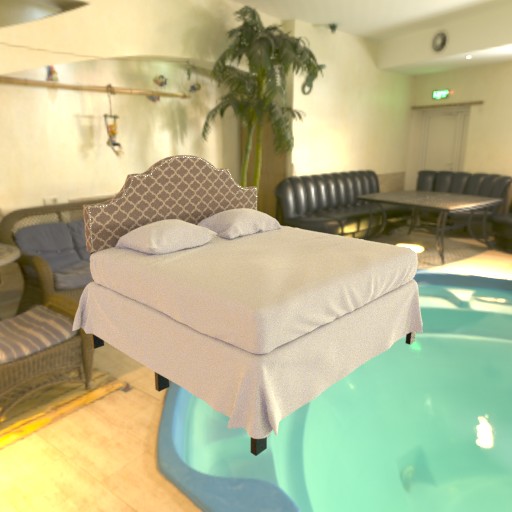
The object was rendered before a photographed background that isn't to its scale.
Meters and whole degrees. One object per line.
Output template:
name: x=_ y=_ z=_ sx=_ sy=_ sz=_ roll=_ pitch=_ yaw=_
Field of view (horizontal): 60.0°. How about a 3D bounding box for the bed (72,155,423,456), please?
bed: x=0.000 y=0.000 z=3.710 sx=2.222 sy=1.601 sz=2.314 roll=14 pitch=20 yaw=42
